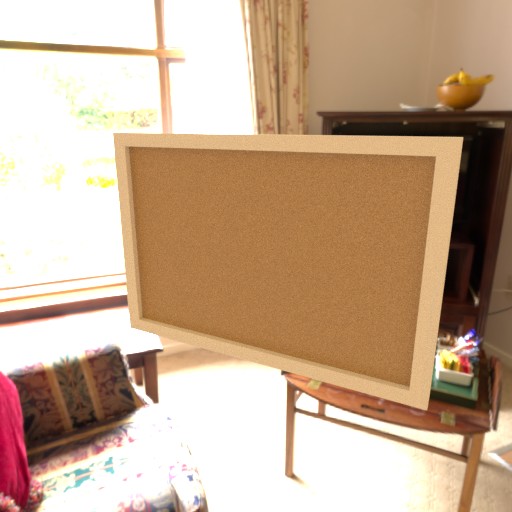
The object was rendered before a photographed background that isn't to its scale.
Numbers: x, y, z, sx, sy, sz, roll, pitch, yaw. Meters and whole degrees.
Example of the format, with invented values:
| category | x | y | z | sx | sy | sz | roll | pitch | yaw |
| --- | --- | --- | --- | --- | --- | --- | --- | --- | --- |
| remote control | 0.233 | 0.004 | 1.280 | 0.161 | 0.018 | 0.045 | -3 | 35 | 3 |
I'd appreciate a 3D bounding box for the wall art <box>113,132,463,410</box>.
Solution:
| category | x | y | z | sx | sy | sz | roll | pitch | yaw |
| --- | --- | --- | --- | --- | --- | --- | --- | --- | --- |
| wall art | 0.000 | 0.000 | 1.449 | 1.144 | 0.767 | 0.038 | 9 | 19 | 27 |
